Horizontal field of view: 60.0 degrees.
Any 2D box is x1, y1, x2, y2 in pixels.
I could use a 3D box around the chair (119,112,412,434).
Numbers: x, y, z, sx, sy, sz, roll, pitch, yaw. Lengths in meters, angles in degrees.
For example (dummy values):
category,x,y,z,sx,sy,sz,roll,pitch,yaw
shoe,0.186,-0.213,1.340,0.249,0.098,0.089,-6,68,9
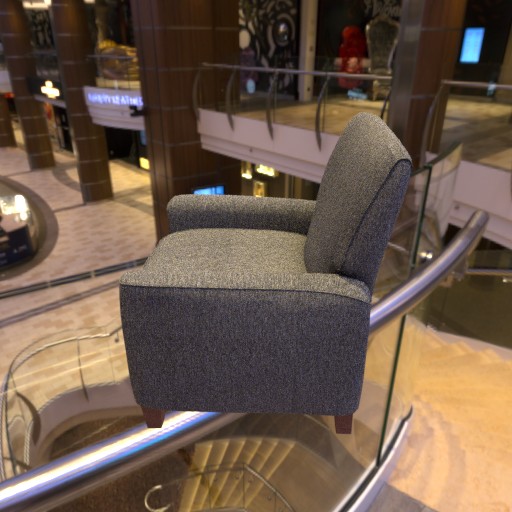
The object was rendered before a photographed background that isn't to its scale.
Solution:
category,x,y,z,sx,sy,sz,roll,pitch,yaw
chair,0.000,0.000,1.672,0.864,1.014,0.848,1,26,2
